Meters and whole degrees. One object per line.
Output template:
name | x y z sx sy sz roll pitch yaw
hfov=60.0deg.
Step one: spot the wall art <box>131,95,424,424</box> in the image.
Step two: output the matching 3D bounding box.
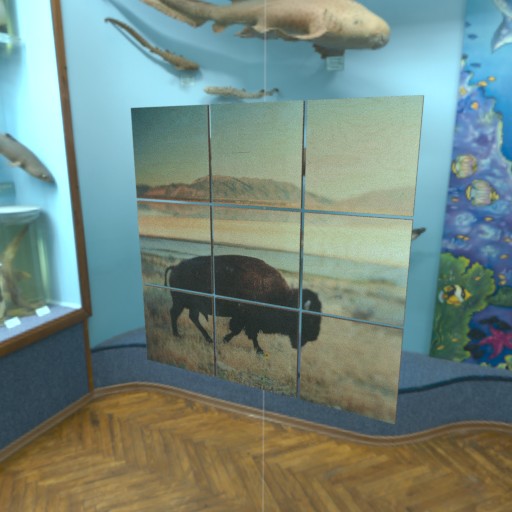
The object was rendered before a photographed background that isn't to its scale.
wall art | 0.000 0.000 1.378 0.906 0.904 0.018 7 16 25
